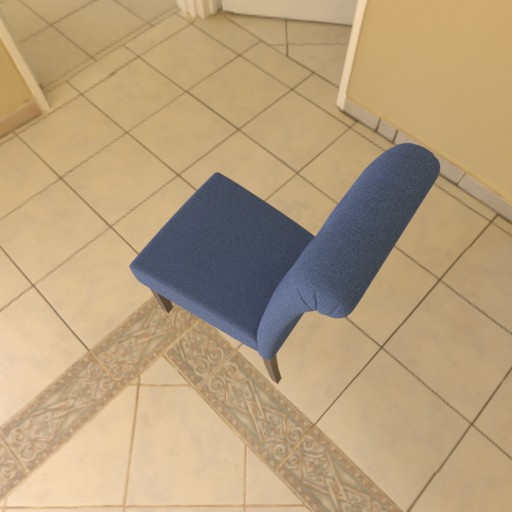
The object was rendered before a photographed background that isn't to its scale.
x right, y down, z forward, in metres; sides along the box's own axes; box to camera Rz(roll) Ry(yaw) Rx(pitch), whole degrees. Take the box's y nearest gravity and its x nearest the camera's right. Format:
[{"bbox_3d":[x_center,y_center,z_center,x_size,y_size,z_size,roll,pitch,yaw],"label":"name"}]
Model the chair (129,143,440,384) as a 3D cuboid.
[{"bbox_3d":[0.000,0.000,1.331,0.671,1.006,0.456,32,67,15],"label":"chair"}]
